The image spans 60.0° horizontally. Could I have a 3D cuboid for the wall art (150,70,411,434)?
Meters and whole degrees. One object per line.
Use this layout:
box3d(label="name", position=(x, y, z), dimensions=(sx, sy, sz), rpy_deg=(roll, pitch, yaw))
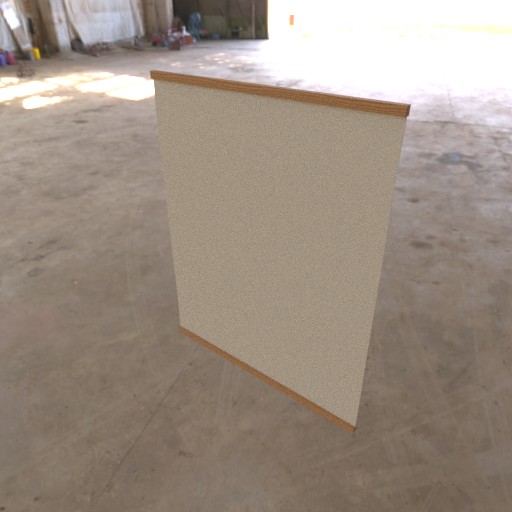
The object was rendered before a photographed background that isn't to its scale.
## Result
box3d(label="wall art", position=(0.000, 0.000, 0.693), dimensions=(0.404, 0.507, 0.010), rpy_deg=(22, 37, 33))
